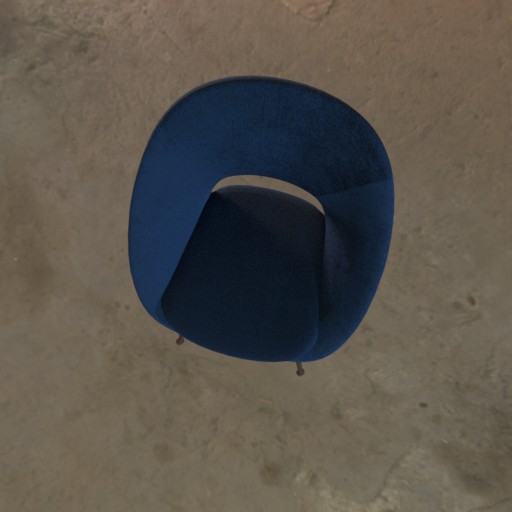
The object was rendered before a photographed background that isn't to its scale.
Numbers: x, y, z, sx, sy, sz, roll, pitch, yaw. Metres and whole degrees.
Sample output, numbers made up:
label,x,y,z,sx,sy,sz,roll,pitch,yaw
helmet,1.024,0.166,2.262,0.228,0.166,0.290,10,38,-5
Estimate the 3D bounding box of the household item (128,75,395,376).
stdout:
label,x,y,z,sx,sy,sz,roll,pitch,yaw
household item,0.000,0.000,1.257,0.623,0.852,0.573,14,75,4
